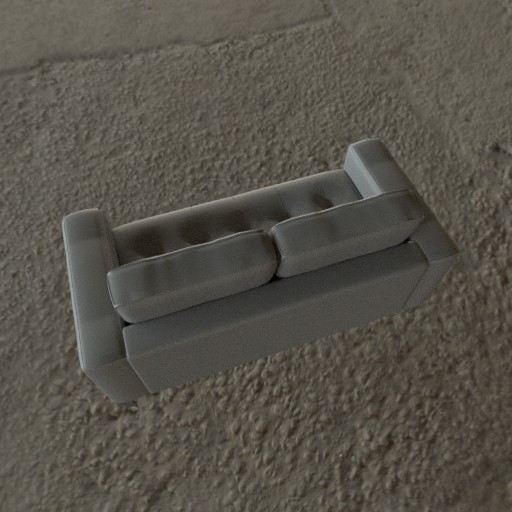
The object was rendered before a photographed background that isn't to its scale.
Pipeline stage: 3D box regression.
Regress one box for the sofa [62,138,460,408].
[{"bbox_3d":[0.000,0.000,2.216,1.726,0.893,0.833,-16,58,-10],"label":"sofa"}]
